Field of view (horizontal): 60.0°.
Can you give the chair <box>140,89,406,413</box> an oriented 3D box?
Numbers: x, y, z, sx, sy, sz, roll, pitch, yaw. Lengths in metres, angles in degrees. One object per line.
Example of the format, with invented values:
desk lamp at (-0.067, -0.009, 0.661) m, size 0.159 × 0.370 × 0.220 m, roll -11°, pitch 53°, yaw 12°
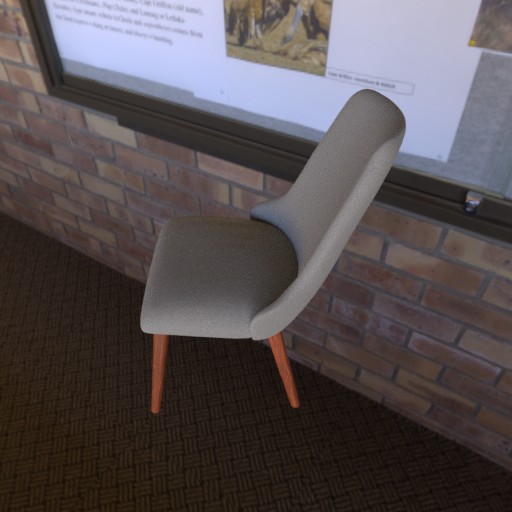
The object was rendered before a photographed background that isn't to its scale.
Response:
chair at (0.000, 0.000, 1.362) m, size 0.707 × 0.918 × 0.535 m, roll 0°, pitch 41°, yaw 0°
